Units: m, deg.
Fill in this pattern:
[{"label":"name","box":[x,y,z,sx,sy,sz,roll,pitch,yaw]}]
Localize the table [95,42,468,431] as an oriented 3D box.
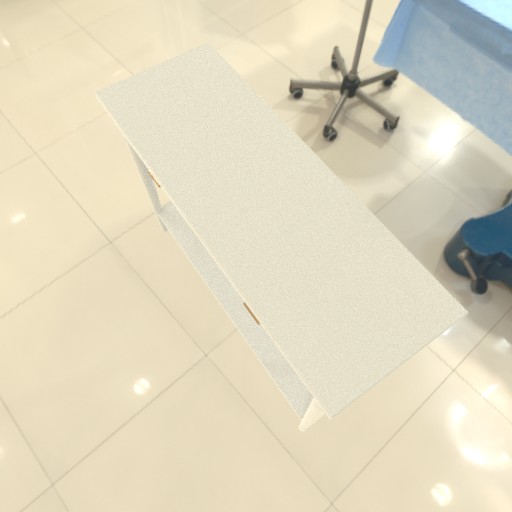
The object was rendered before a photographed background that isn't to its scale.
[{"label":"table","box":[0.000,0.000,1.438,0.381,0.749,1.067,-32,67,-15]}]
